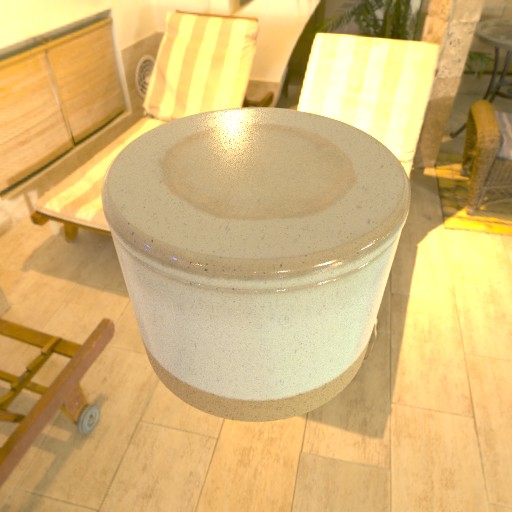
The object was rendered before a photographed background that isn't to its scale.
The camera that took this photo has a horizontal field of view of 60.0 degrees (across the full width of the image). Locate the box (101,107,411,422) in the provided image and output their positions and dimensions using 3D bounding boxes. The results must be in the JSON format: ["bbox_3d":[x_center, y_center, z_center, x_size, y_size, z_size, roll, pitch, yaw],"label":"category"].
[{"bbox_3d":[0.000,0.000,0.264,0.154,0.123,0.154,0,41,0],"label":"box"}]
